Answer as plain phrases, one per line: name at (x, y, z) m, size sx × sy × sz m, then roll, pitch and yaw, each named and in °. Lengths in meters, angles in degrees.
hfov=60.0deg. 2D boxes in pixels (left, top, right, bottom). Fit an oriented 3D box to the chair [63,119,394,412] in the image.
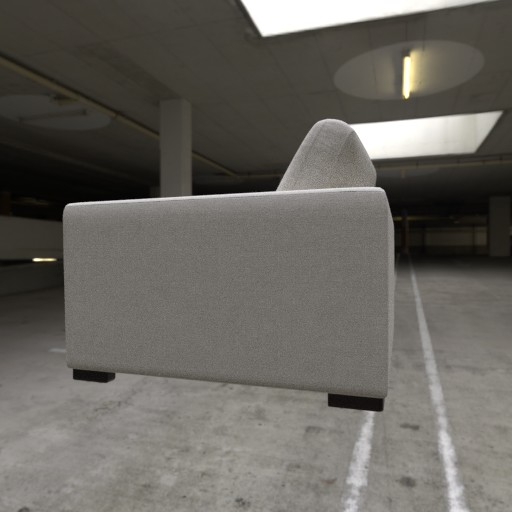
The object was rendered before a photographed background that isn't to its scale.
chair at (0.000, 0.000, 1.871) m, size 1.100 × 0.876 × 1.070 m, roll 0°, pitch 0°, yaw 18°
